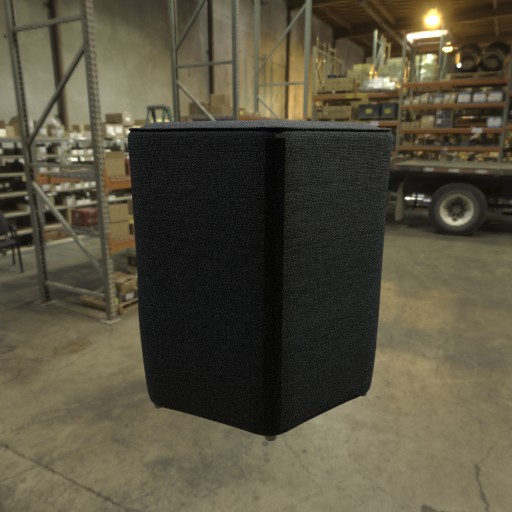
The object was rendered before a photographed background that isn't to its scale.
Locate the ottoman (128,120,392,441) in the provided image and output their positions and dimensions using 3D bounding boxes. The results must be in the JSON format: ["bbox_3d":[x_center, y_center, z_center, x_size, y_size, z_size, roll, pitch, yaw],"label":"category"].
[{"bbox_3d":[0.000,0.000,0.886,0.492,0.505,0.454,8,17,27],"label":"ottoman"}]
